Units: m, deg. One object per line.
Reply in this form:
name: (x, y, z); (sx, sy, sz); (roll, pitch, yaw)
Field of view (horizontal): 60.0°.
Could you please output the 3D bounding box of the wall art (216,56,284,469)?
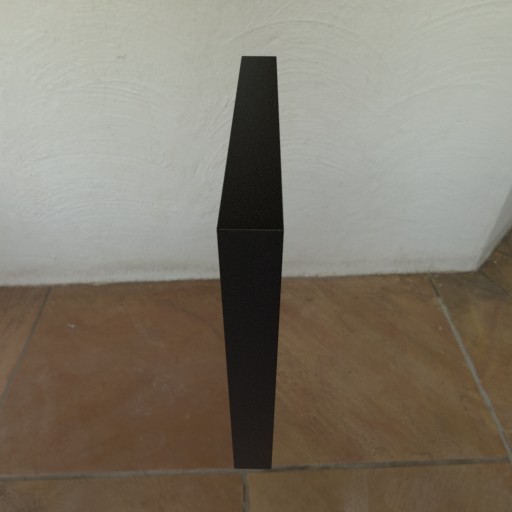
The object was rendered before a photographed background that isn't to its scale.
wall art: (0.000, 0.000, 0.453); (0.037, 0.299, 0.299); (1, 41, 1)
